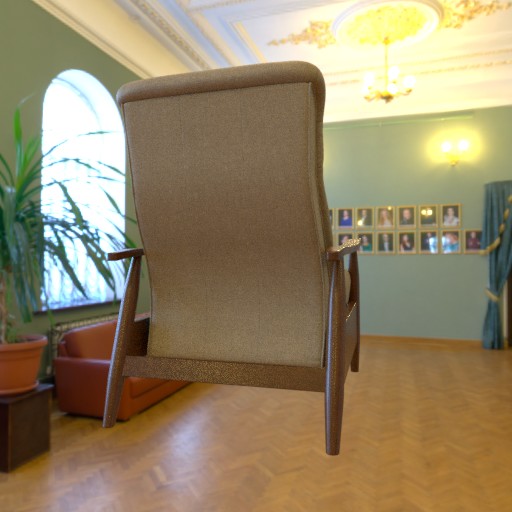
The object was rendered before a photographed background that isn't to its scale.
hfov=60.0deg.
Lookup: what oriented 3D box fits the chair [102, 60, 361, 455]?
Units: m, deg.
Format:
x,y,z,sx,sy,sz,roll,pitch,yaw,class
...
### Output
x,y,z,sx,sy,sz,roll,pitch,yaw,class
0.000,0.000,1.752,0.762,1.082,1.030,0,-1,16,chair
